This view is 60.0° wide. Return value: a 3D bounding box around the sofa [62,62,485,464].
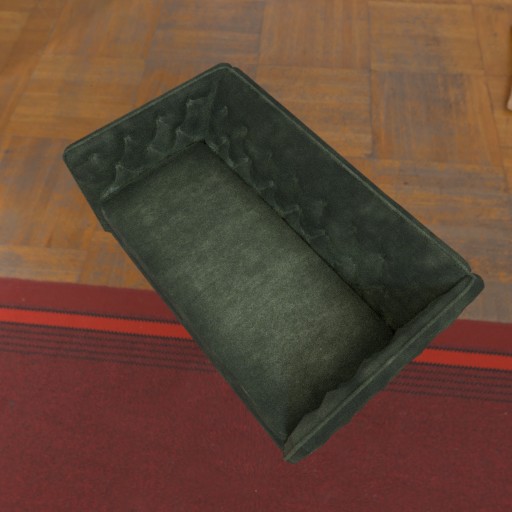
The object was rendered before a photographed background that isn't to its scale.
[{"bbox_3d":[0.000,0.000,2.017,0.895,0.768,1.537,-36,68,-17],"label":"sofa"}]
